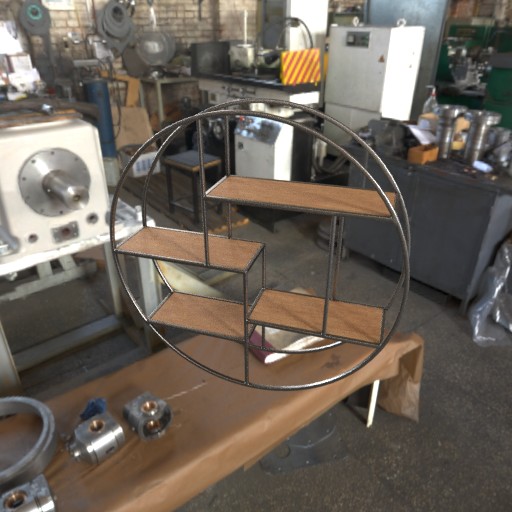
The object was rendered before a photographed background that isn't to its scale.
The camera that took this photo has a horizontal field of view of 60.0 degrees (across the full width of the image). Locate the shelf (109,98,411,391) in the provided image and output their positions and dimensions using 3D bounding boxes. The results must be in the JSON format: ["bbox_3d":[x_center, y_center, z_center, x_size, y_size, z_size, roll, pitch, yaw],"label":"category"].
[{"bbox_3d":[0.000,0.000,1.352,0.888,0.888,0.202,9,29,16],"label":"shelf"}]
